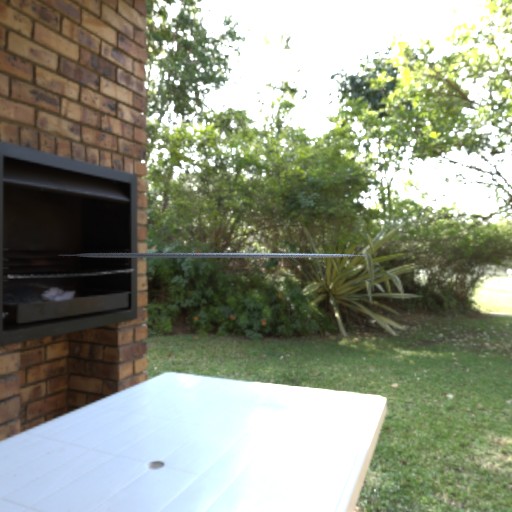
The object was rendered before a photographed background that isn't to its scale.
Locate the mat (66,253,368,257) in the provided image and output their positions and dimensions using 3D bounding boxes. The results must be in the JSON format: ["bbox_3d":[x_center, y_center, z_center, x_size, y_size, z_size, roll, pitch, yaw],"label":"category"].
[{"bbox_3d":[0.000,0.000,1.864,0.913,0.013,1.524,0,0,18],"label":"mat"}]
